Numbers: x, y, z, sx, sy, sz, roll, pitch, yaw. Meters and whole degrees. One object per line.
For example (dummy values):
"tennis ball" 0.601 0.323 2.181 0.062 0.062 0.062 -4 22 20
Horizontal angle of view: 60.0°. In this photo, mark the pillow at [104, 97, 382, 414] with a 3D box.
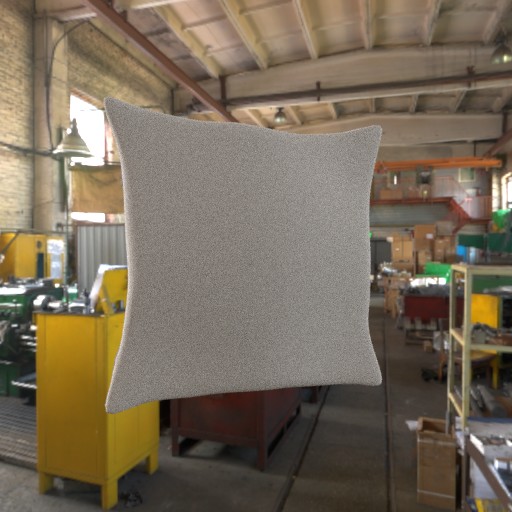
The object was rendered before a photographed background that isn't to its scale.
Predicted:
"pillow" 0.000 0.000 0.795 0.514 0.513 0.163 0 1 -18
